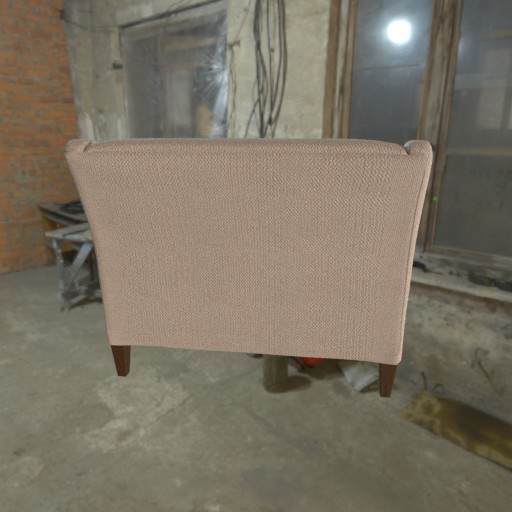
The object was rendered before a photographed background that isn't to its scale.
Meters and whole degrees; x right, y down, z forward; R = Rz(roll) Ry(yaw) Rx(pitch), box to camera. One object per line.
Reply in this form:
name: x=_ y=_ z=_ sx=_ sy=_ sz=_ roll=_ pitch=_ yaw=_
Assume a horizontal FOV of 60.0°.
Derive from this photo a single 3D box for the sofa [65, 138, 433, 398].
sofa: x=0.000 y=0.000 z=1.967 sx=1.242 sy=1.022 sz=0.870 roll=2 pitch=16 yaw=8
